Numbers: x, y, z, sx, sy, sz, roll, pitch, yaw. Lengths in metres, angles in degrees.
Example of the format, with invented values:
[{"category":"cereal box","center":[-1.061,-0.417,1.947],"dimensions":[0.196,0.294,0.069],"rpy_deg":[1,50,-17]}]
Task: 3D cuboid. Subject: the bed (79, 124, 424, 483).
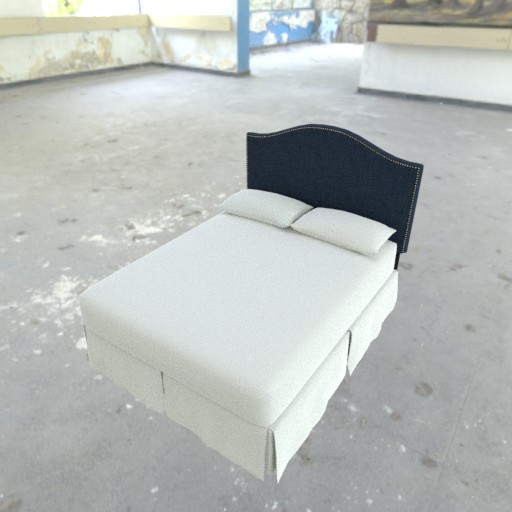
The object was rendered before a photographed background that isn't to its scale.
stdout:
[{"category":"bed","center":[0.000,0.000,3.325],"dimensions":[1.725,1.518,2.153],"rpy_deg":[19,36,29]}]
